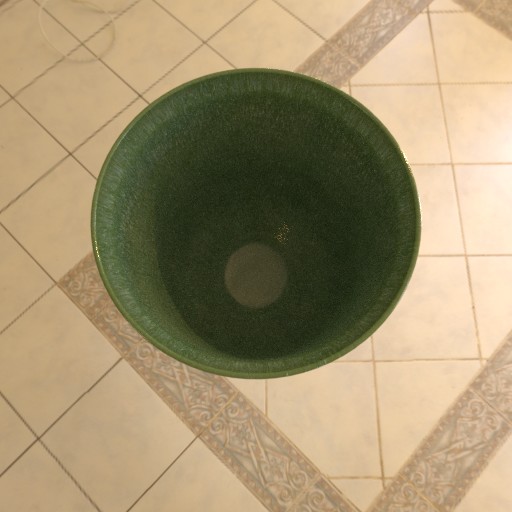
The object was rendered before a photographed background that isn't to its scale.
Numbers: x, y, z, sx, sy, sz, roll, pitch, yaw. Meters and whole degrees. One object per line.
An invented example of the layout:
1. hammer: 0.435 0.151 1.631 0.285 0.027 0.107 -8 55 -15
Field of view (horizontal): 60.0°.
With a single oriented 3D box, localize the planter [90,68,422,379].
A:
1. planter: 0.000 0.000 0.364 0.195 0.214 0.195 0 75 0
